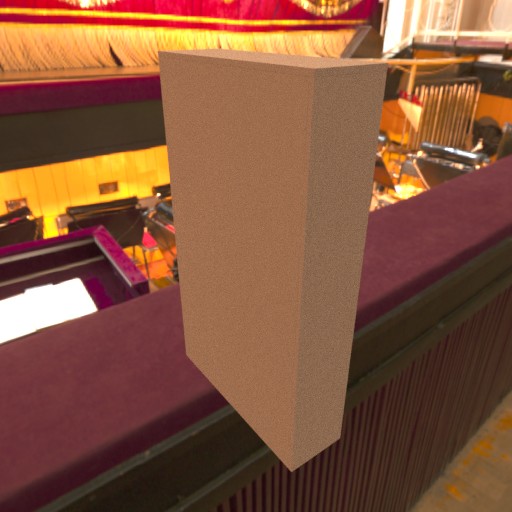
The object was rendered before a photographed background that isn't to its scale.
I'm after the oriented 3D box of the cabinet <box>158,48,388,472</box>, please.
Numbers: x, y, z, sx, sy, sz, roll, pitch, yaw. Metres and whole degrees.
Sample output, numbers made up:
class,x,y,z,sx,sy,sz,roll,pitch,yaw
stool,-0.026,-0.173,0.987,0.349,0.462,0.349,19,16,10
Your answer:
class,x,y,z,sx,sy,sz,roll,pitch,yaw
cabinet,0.000,0.000,1.552,0.250,1.280,0.750,-19,33,-32
